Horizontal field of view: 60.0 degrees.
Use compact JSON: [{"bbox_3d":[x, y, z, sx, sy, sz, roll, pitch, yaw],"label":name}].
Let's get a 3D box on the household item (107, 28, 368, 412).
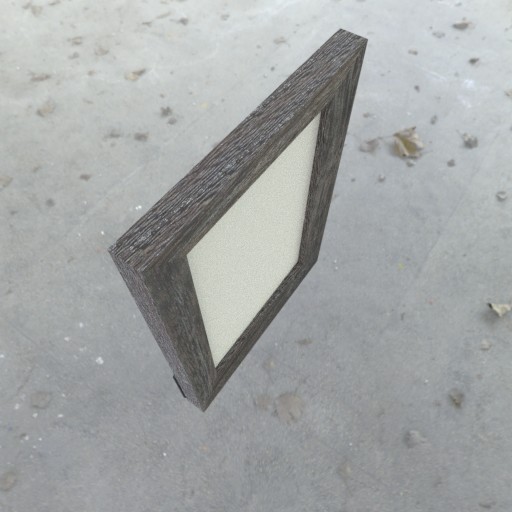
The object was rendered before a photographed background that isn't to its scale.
[{"bbox_3d":[0.000,0.000,0.274,0.020,0.210,0.160,31,63,18],"label":"household item"}]
